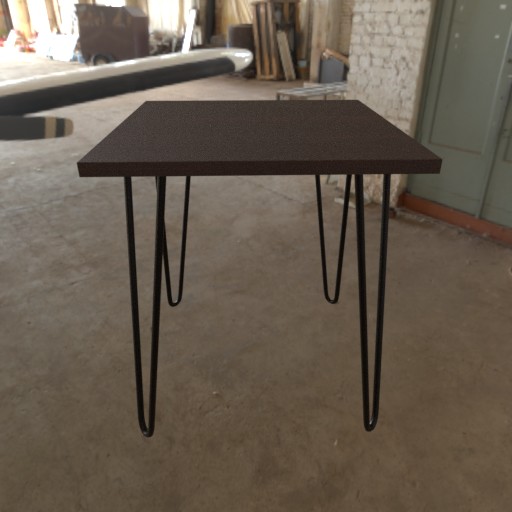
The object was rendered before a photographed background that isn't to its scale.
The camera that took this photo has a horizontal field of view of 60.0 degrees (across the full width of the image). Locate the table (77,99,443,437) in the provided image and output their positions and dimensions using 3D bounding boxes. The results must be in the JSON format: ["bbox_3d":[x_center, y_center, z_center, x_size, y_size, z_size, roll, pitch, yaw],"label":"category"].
[{"bbox_3d":[0.000,0.000,0.949,0.495,0.559,0.495,-1,28,-2],"label":"table"}]
